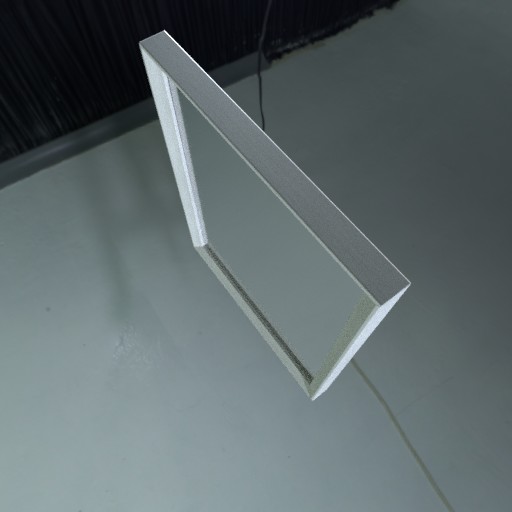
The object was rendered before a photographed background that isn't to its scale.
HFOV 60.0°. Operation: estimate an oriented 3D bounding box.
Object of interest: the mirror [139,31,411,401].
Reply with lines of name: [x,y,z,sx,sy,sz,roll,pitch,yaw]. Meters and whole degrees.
mirror: [0.000,0.000,0.676,0.041,0.509,0.406,-34,68,-15]
